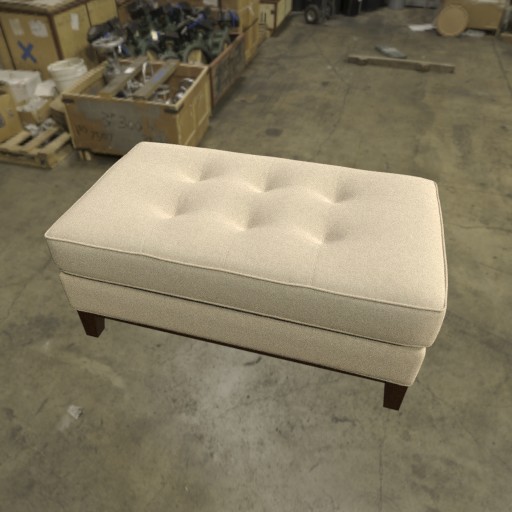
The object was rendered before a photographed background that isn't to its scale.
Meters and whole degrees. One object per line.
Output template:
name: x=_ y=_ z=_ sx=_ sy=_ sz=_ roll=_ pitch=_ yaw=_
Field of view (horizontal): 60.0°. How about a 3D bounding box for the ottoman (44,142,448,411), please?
ottoman: x=0.000 y=0.000 z=1.527 sx=1.143 sy=0.508 sz=0.648 roll=10 pitch=42 yaw=12
